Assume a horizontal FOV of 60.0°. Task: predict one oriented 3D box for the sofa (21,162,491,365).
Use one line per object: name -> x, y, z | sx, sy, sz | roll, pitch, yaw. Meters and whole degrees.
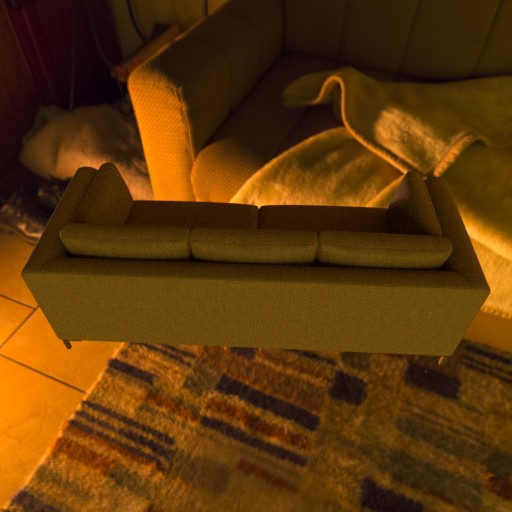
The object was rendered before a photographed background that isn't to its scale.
sofa -> 0.000, 0.000, 2.816 | 2.415, 0.867, 0.969 | 2, 47, 2
